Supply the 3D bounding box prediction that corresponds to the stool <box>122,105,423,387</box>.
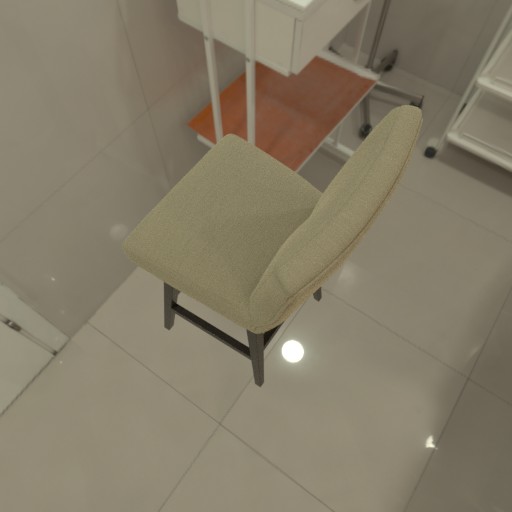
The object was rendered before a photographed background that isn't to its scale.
[{"bbox_3d":[0.000,0.000,1.360,0.574,1.086,0.514,32,67,15],"label":"stool"}]
